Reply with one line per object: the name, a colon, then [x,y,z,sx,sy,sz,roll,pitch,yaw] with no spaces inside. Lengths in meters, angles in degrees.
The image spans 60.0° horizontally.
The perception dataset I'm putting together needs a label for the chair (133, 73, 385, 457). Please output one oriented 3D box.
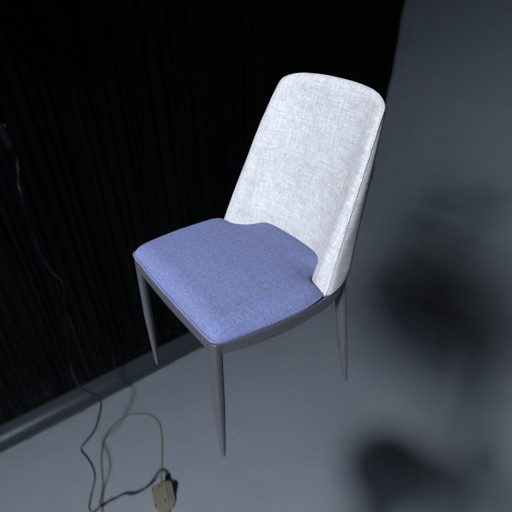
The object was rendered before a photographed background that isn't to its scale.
chair: [0.000,0.000,1.204,0.550,0.855,0.488,-21,39,-29]
